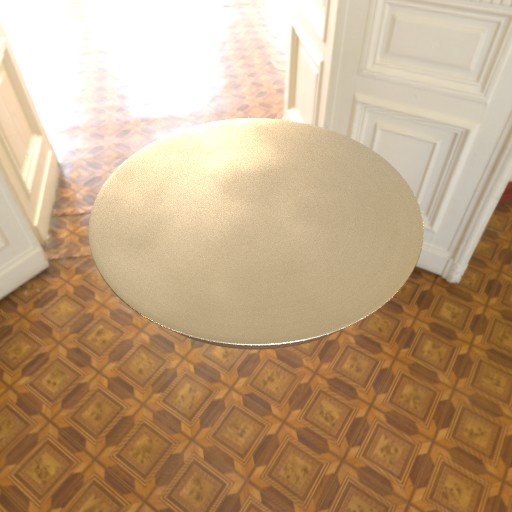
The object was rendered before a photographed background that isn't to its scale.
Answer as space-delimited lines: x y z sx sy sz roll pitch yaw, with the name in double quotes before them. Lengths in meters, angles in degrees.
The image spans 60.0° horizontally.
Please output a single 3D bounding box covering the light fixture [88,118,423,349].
"light fixture" 0.000 0.000 0.430 0.280 0.135 0.280 0 47 0
